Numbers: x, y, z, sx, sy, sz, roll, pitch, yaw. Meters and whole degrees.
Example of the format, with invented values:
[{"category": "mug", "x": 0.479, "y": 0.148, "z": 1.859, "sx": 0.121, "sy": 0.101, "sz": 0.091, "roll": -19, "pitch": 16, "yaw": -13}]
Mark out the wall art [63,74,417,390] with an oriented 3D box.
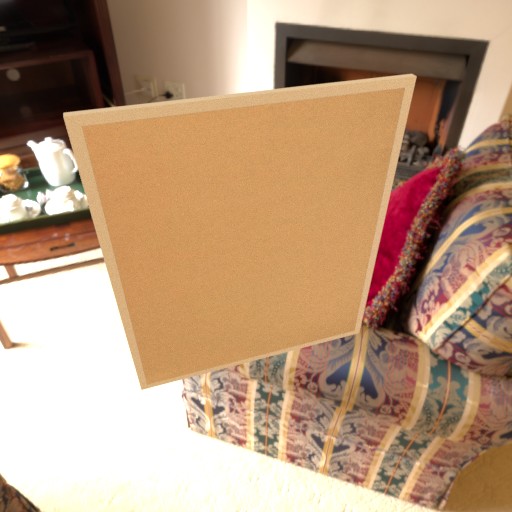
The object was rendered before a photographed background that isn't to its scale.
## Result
[{"category": "wall art", "x": 0.000, "y": 0.000, "z": 0.761, "sx": 0.482, "sy": 0.557, "sz": 0.012, "roll": -12, "pitch": 41, "yaw": -14}]
